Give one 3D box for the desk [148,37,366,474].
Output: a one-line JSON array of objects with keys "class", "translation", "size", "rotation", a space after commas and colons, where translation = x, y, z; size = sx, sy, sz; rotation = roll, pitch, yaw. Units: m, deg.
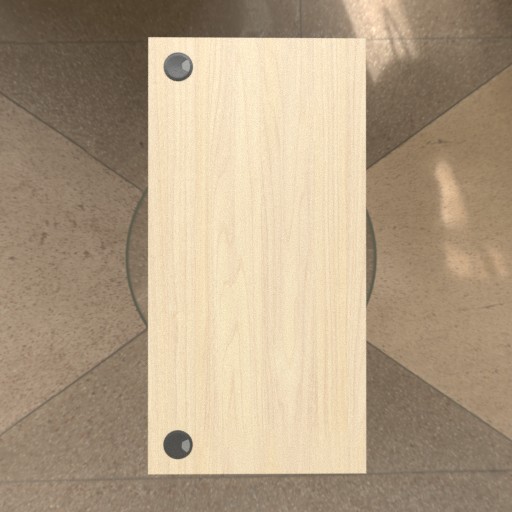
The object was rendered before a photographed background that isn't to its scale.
[{"class": "desk", "translation": [0.000, 0.000, 1.591], "size": [0.600, 0.750, 1.200], "rotation": [0, 90, -1]}]
